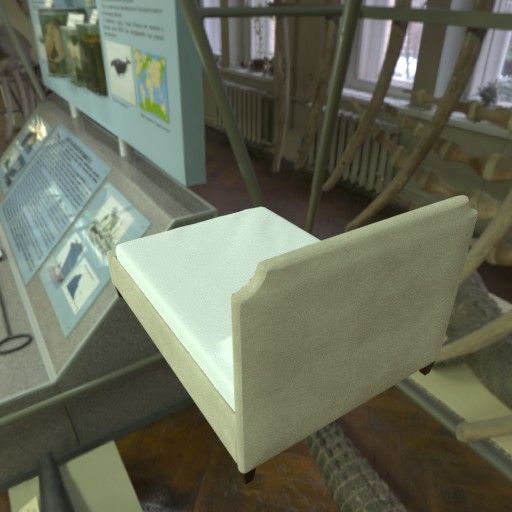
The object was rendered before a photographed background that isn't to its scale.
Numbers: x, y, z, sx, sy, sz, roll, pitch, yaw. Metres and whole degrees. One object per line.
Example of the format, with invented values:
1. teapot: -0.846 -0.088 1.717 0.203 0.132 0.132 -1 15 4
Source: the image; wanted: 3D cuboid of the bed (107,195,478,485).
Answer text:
1. bed: 0.000 0.000 3.394 1.712 1.443 2.372 -18 34 -28
